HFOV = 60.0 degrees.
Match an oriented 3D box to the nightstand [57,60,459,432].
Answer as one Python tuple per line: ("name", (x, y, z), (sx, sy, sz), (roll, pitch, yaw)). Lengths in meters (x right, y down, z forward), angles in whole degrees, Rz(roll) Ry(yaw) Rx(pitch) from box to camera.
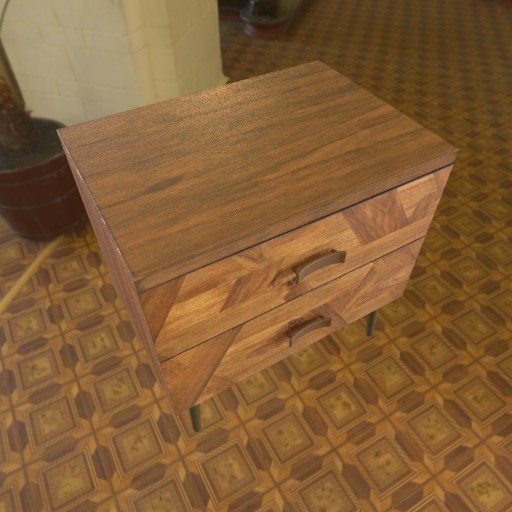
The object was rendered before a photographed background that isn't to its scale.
("nightstand", (0.000, 0.000, 1.034), (0.610, 0.610, 0.458), (-23, 51, -20))
